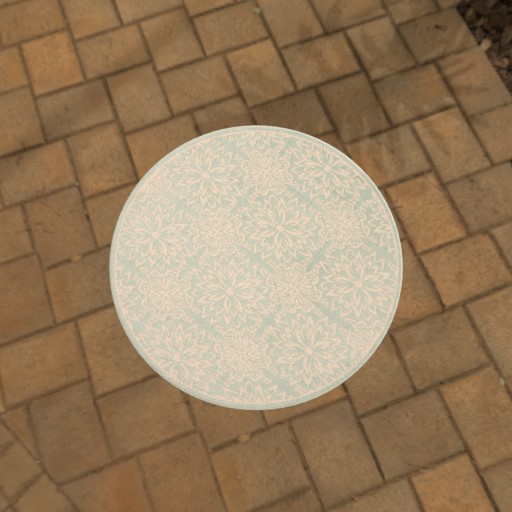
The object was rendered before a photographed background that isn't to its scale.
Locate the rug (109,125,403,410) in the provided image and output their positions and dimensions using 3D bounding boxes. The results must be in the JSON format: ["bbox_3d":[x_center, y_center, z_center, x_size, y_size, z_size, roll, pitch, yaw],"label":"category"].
[{"bbox_3d":[0.000,0.000,2.414,1.593,0.012,1.593,0,75,0],"label":"rug"}]
